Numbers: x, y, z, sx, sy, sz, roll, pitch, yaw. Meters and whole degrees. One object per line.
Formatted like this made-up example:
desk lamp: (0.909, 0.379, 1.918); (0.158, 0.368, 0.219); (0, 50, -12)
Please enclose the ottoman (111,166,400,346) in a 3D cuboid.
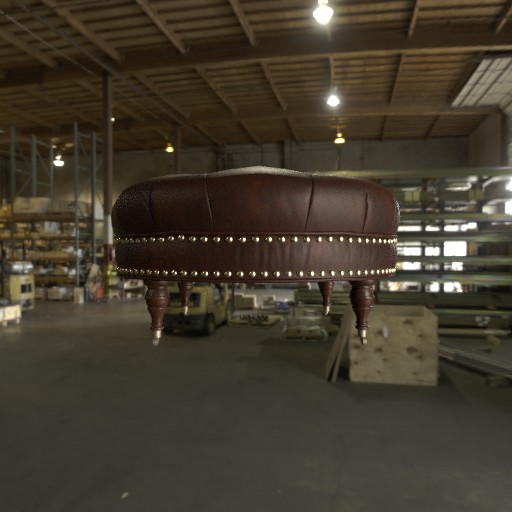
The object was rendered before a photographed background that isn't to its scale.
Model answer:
ottoman: (0.000, 0.000, 1.408); (0.901, 0.455, 0.901); (0, 0, 0)
